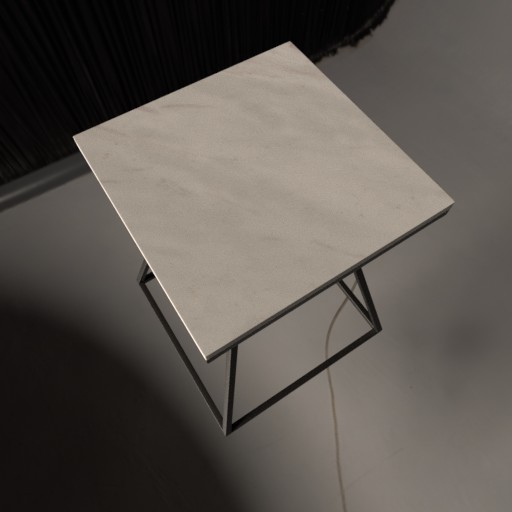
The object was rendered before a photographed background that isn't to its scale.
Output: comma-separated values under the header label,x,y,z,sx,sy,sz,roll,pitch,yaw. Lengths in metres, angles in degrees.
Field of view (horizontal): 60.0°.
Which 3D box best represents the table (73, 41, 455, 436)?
label,x,y,z,sx,sy,sz,roll,pitch,yaw
table,0.000,0.000,0.895,0.455,0.559,0.455,-30,66,-15
